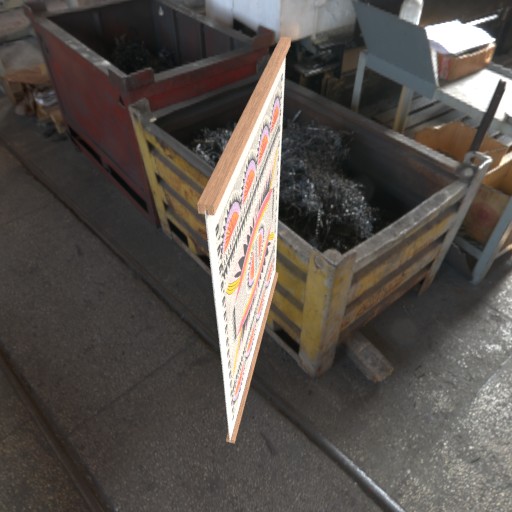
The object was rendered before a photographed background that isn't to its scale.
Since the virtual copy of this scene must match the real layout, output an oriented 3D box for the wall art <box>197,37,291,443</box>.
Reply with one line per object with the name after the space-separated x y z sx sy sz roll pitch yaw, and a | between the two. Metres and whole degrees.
0.000 0.000 1.363 0.028 1.016 0.765 9 47 9 | wall art
